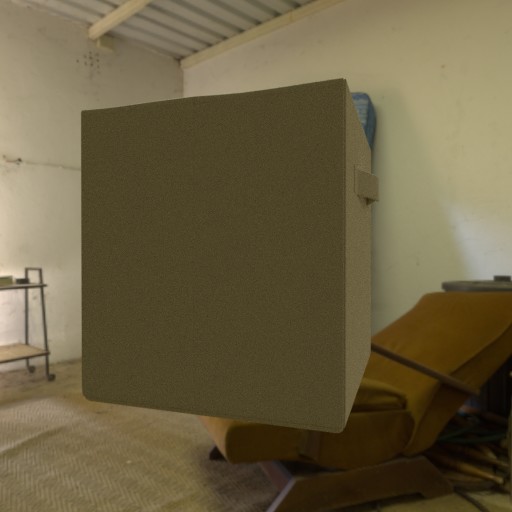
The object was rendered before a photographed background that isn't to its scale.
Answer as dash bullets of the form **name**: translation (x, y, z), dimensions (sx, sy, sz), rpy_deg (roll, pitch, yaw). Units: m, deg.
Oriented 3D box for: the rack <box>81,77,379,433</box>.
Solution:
- **rack**: translation (0.000, 0.000, 0.507), dimensions (0.270, 0.280, 0.270), rpy_deg (0, 1, 19)
